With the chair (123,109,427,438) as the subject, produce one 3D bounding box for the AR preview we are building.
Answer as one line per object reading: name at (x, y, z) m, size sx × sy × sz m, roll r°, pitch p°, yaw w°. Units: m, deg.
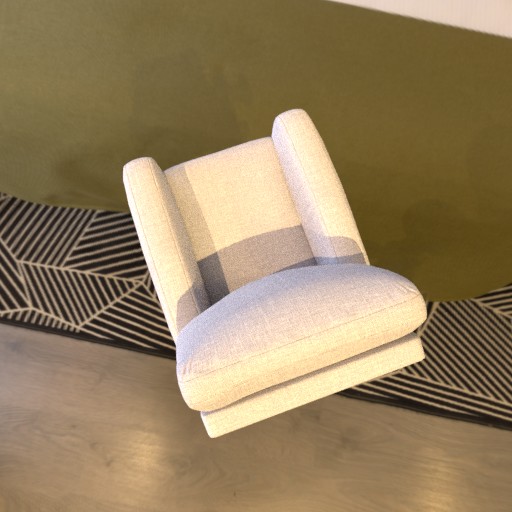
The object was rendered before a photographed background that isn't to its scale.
chair at (0.000, 0.000, 1.621) m, size 0.762 × 0.990 × 0.990 m, roll -19°, pitch 77°, yaw -4°
